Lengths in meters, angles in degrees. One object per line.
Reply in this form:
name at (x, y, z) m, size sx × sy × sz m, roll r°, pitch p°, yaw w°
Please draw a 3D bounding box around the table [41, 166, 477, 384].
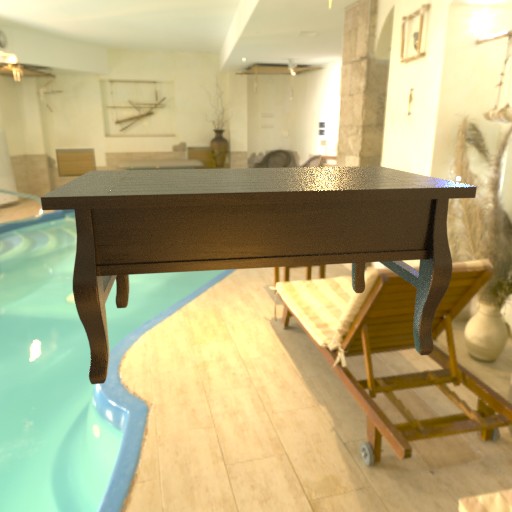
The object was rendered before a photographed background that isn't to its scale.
table at (0.000, 0.000, 1.408) m, size 1.062 × 0.494 × 0.600 m, roll -3°, pitch 17°, yaw -9°
